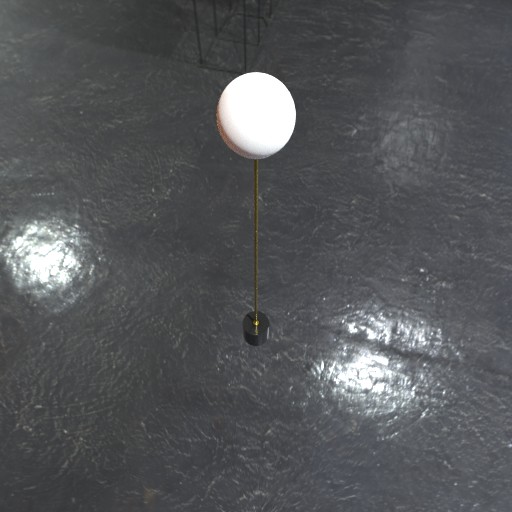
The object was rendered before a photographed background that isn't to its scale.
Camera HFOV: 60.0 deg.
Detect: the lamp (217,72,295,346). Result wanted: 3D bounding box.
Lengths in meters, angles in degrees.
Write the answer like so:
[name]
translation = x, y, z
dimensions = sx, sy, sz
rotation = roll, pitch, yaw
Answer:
[lamp]
translation = 0.000, 0.000, 1.923
dimensions = 0.229, 1.748, 0.229
rotation = 15, 59, 9
